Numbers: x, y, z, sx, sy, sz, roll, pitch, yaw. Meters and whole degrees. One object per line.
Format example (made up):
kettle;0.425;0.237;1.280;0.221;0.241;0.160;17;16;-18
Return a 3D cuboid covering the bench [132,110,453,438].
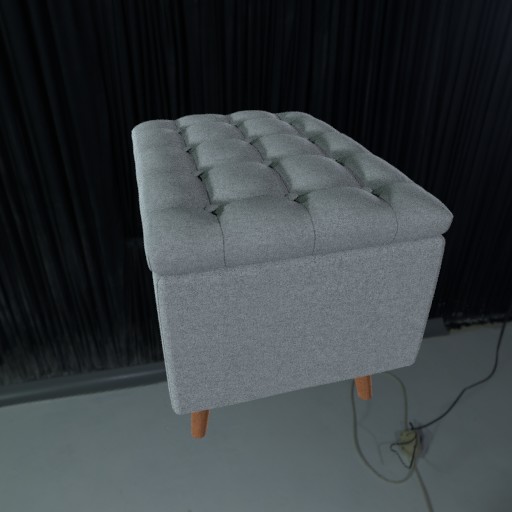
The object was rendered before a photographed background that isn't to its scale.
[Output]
bench;0.000;0.000;0.892;0.417;0.469;0.572;-8;32;-13
